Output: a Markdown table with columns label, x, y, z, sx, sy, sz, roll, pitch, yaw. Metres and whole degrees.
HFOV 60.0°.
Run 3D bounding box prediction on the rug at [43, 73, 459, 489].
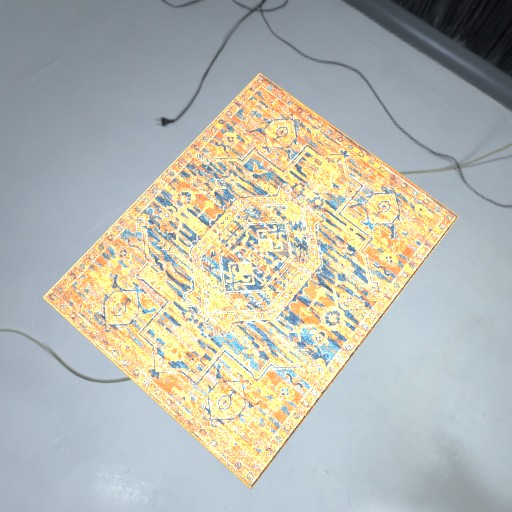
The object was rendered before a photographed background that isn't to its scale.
| label | x | y | z | sx | sy | sz | roll | pitch | yaw |
| --- | --- | --- | --- | --- | --- | --- | --- | --- | --- |
| rug | 0.000 | 0.000 | 4.064 | 2.435 | 0.031 | 3.040 | 39 | 79 | 9 |
